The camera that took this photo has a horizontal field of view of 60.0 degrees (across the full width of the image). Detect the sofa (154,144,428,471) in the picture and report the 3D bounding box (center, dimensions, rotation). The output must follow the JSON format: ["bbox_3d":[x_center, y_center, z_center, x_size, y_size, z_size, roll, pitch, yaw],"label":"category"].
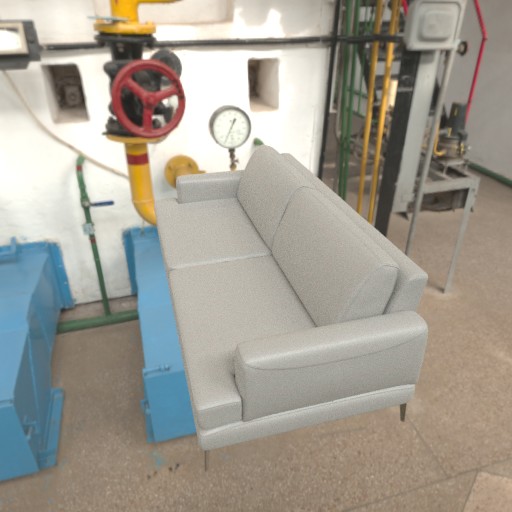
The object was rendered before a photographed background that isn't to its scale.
[{"bbox_3d":[0.000,0.000,2.440,0.974,0.765,1.940,-8,31,-13],"label":"sofa"}]
